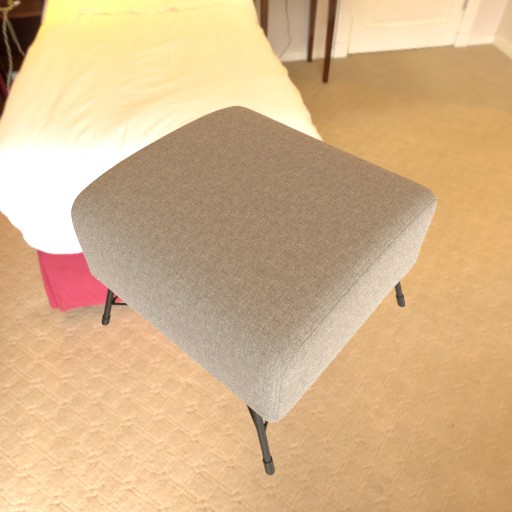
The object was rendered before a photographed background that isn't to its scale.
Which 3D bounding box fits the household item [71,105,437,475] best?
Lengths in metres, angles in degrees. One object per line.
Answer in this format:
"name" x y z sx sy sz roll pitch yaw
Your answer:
"household item" 0.000 0.000 0.931 0.530 0.410 0.530 32 55 26
